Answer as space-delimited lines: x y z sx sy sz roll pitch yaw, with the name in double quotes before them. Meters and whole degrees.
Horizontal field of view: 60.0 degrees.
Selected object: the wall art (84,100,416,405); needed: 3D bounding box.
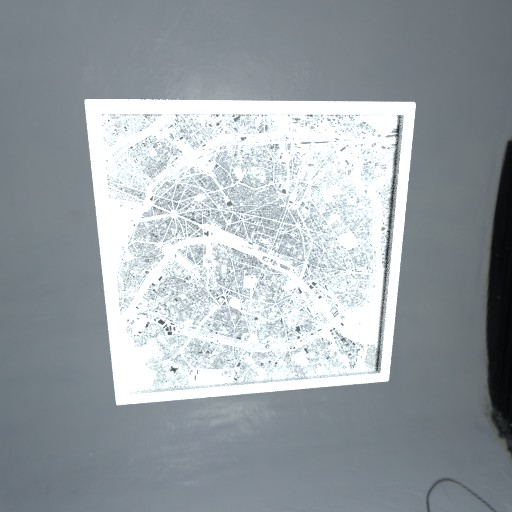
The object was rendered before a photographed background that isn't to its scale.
"wall art" 0.000 0.000 0.463 0.305 0.305 0.038 -2 17 -8
